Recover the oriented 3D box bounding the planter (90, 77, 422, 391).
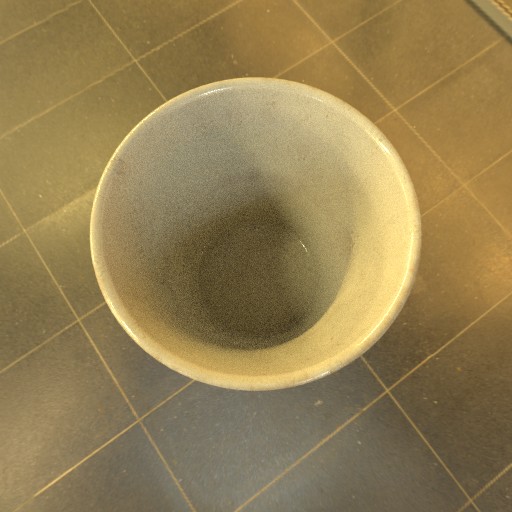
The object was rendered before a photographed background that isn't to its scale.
[{"bbox_3d":[0.000,0.000,0.336,0.193,0.165,0.193,0,74,0],"label":"planter"}]
